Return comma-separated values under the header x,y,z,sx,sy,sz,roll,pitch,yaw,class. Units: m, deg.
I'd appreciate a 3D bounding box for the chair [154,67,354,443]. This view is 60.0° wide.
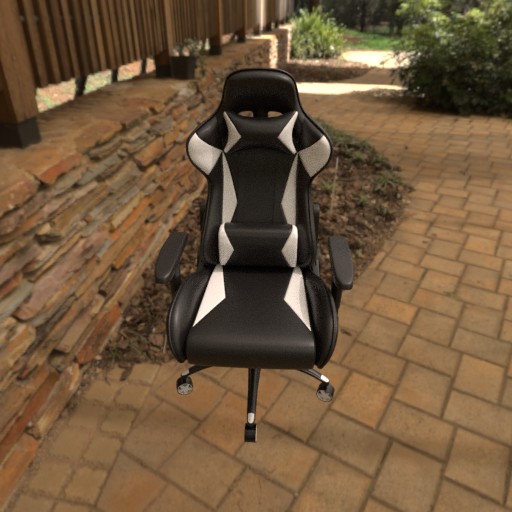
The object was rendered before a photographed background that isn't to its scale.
x,y,z,sx,sy,sz,roll,pitch,yaw,class
0.000,0.000,1.710,0.730,1.285,0.695,2,30,3,chair
